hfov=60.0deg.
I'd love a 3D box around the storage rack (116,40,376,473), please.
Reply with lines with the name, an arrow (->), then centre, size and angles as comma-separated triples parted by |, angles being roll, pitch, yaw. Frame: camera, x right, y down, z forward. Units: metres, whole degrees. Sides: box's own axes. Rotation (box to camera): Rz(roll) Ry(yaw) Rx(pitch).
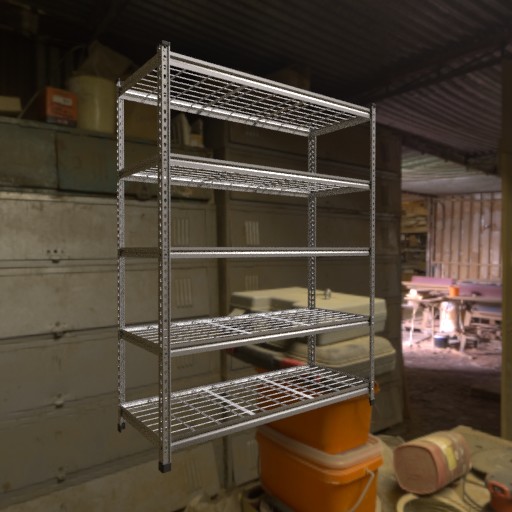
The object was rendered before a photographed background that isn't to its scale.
storage rack -> 0.000, 0.000, 2.721 | 1.524, 1.981, 0.610 | -1, 1, -36
